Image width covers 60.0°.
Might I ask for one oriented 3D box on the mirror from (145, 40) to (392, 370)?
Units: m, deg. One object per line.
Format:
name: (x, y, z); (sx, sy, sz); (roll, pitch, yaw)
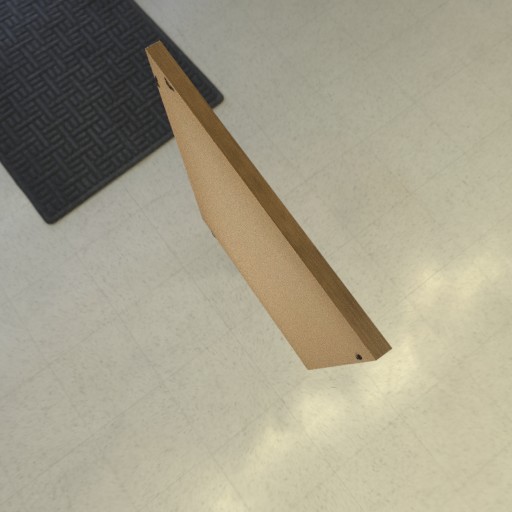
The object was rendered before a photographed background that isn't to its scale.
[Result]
mirror: (0.000, 0.000, 1.324); (0.041, 1.016, 0.762); (-34, 77, -9)
